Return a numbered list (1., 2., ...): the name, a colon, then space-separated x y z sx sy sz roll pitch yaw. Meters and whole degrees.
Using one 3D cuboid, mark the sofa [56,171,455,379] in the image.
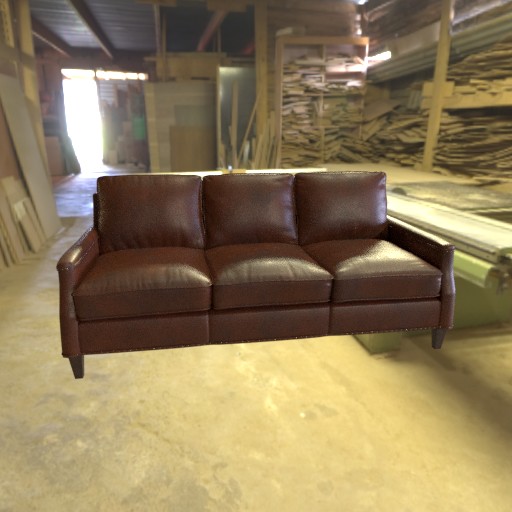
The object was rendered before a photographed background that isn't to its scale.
1. sofa: 0.000 0.000 2.885 2.240 1.003 1.084 -3 17 -9
